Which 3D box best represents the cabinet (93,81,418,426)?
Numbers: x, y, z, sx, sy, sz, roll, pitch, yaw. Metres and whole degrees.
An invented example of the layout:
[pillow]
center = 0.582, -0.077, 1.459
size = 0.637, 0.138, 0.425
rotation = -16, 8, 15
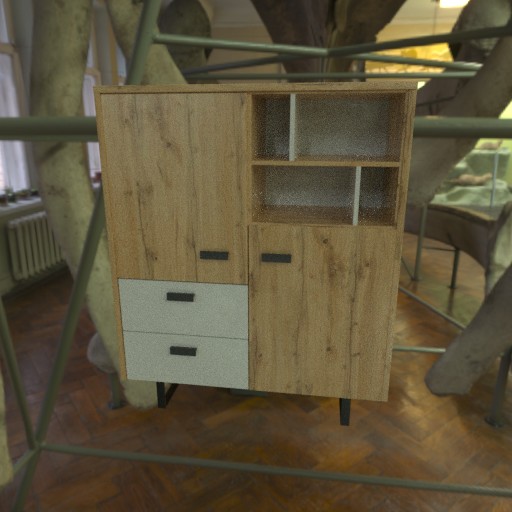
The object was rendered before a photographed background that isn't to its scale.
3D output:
[cabinet]
center = 0.000, 0.000, 1.972
size = 1.168, 1.397, 0.473
rotation = 2, 16, 8
